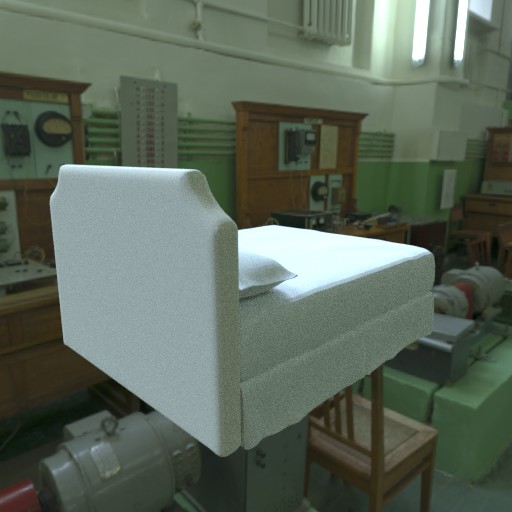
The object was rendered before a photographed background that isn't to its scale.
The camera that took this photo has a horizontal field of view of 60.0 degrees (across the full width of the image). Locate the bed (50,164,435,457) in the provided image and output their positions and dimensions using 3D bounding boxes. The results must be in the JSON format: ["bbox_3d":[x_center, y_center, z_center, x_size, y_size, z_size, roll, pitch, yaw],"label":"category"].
[{"bbox_3d":[0.000,0.000,3.736,2.548,1.524,2.134,-13,18,-43],"label":"bed"}]
